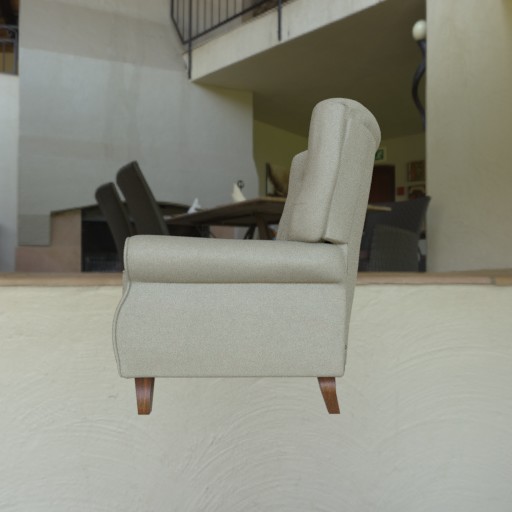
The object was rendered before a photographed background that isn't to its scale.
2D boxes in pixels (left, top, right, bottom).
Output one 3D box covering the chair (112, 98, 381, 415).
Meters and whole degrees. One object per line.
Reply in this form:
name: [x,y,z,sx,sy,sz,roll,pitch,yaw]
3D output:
chair: [0.000,0.000,1.956,1.059,1.158,0.943,0,-1,0]
